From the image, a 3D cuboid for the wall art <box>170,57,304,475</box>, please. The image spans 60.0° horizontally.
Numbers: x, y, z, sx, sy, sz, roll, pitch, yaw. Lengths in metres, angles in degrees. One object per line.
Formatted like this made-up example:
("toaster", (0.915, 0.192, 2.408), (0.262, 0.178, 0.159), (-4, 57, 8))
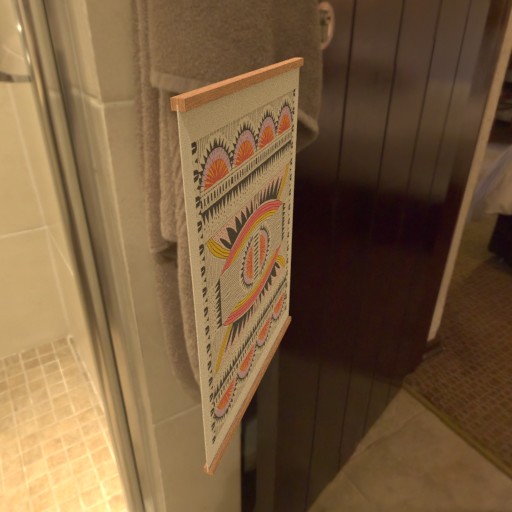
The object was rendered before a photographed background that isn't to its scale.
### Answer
("wall art", (0.000, 0.000, 1.316), (0.028, 1.016, 0.765), (10, 31, 18))
